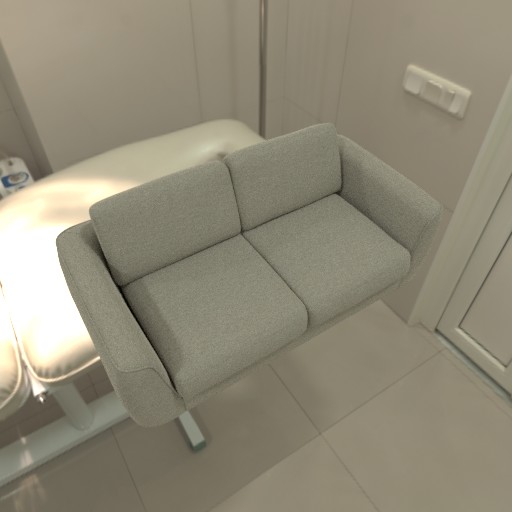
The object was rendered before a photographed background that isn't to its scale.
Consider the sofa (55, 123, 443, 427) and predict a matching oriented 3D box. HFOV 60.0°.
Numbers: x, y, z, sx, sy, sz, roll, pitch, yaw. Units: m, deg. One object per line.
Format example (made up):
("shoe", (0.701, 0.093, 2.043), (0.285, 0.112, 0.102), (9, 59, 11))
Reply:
("sofa", (0.000, 0.000, 2.209), (1.700, 0.850, 0.920), (-25, 51, -22))
